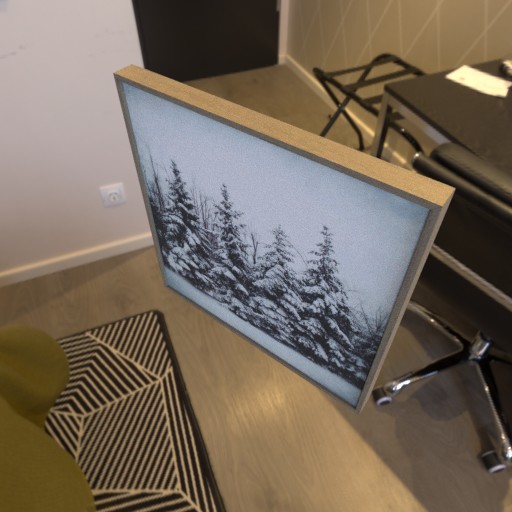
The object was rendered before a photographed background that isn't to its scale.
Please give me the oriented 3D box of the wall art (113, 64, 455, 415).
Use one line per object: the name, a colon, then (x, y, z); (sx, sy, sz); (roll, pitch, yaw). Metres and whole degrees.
wall art: (0.000, 0.000, 0.753); (0.507, 0.507, 0.037); (29, 53, 24)
